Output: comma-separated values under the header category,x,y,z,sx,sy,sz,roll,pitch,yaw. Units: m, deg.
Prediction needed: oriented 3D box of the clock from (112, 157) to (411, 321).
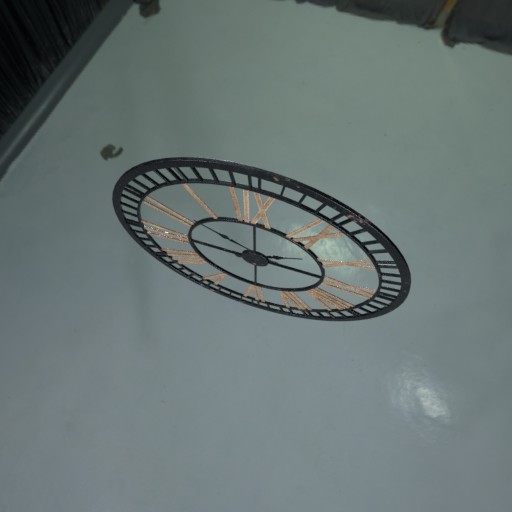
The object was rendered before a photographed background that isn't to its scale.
category,x,y,z,sx,sy,sz,roll,pitch,yaw
clock,0.000,0.000,1.258,0.843,0.843,0.025,16,66,7
